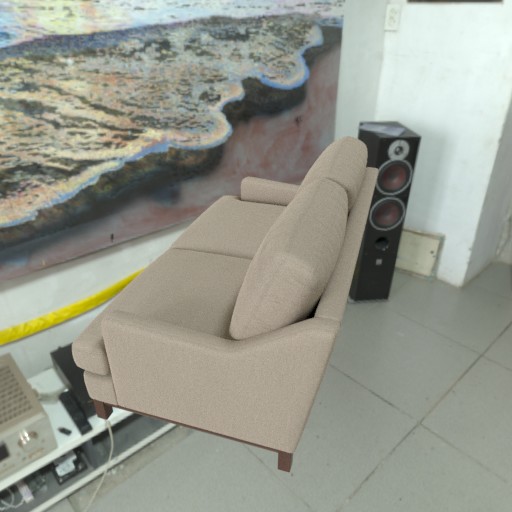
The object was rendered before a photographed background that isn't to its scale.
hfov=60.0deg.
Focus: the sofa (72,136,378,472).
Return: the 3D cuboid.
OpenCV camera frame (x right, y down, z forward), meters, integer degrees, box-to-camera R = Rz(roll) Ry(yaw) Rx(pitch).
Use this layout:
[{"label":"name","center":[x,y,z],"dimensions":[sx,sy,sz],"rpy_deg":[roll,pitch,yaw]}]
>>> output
[{"label":"sofa","center":[0.000,0.000,2.192],"dimensions":[1.004,0.910,1.619],"rpy_deg":[9,31,15]}]
